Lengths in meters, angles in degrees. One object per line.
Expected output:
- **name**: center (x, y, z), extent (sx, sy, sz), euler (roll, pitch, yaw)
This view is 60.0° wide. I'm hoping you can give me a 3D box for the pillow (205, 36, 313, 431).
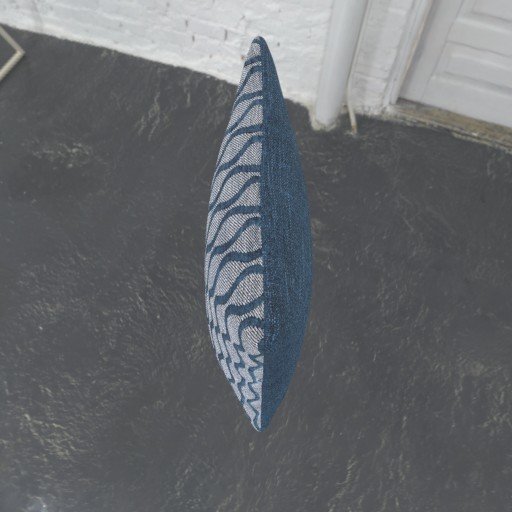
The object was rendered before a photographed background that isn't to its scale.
- **pillow**: center (0.000, 0.000, 0.665), extent (0.159, 0.435, 0.435), euler (-1, 60, -1)
